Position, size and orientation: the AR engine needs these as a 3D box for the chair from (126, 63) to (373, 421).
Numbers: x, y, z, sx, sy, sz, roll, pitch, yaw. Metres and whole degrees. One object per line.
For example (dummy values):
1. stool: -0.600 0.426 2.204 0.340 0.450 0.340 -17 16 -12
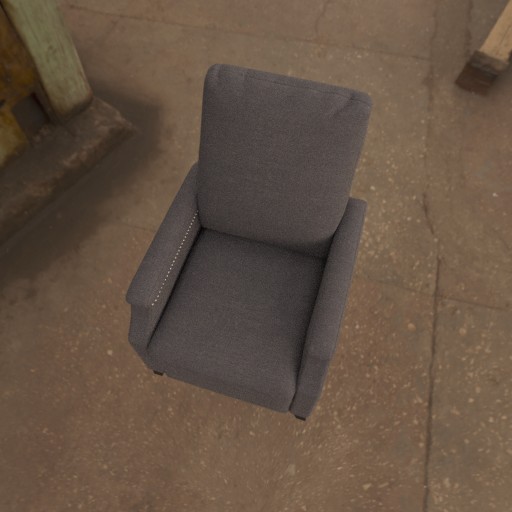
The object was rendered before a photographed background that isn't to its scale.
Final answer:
1. chair: 0.000 0.000 1.660 0.710 1.049 0.922 15 61 8
